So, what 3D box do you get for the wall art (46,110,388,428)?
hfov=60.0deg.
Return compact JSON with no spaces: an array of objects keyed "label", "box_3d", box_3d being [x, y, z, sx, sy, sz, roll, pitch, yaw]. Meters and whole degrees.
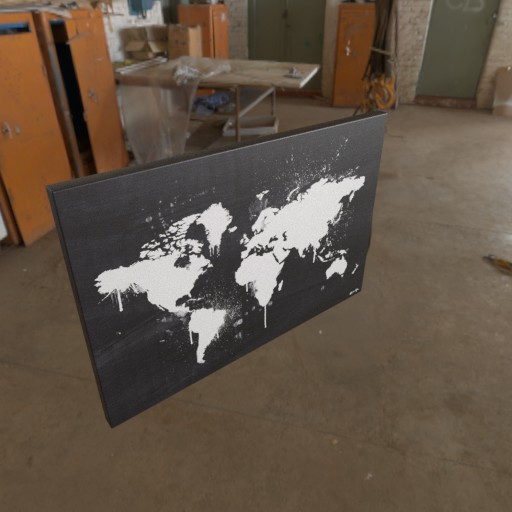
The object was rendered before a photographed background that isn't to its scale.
[{"label":"wall art","box_3d":[0.000,0.000,1.160,0.912,0.612,0.038,-22,37,-32]}]
